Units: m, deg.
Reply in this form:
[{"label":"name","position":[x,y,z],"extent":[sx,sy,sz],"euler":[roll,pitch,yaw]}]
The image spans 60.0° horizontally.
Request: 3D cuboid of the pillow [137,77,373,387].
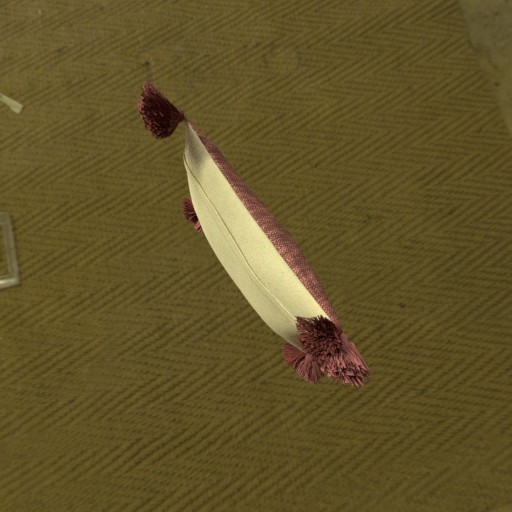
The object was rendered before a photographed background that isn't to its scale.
[{"label":"pillow","position":[0.000,0.000,0.976],"extent":[0.138,0.659,0.641],"euler":[-33,77,-9]}]
